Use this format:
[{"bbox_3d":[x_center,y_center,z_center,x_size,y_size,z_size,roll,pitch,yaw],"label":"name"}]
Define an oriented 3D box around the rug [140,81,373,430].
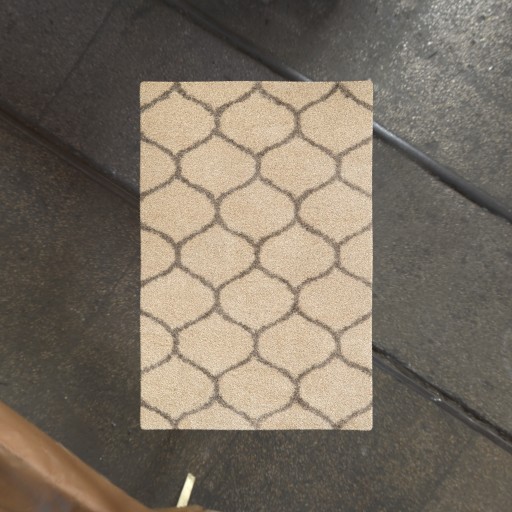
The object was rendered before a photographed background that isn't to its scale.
[{"bbox_3d":[0.000,0.000,3.437,1.801,0.026,2.701,0,90,1],"label":"rug"}]
